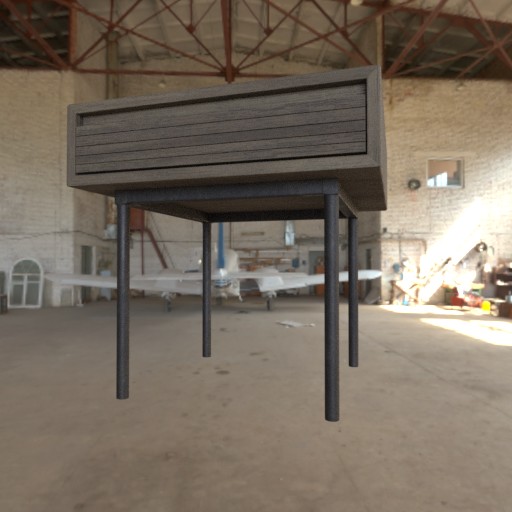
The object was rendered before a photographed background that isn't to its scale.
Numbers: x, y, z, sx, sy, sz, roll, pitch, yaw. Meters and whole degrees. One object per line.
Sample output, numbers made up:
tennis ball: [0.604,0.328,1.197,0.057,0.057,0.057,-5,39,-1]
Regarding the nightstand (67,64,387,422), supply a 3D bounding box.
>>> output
nightstand: [0.000,0.000,0.894,0.502,0.497,0.503,0,-1,17]
